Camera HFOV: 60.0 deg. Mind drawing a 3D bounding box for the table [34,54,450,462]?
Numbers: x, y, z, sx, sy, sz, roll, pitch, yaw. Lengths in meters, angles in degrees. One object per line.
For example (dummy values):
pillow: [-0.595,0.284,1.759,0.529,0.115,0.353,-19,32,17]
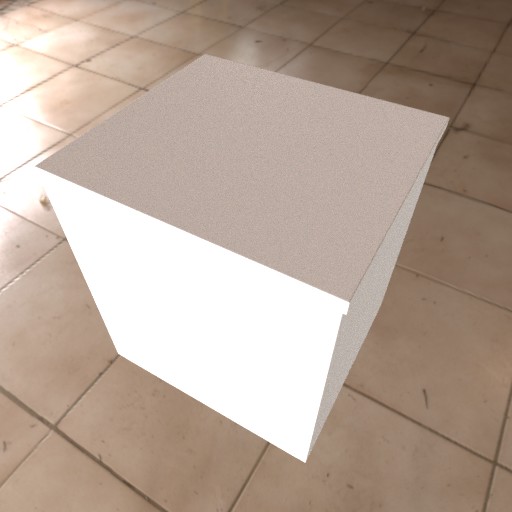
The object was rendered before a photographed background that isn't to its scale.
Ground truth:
table: [0.000,0.000,0.761,0.420,0.460,0.380,23,52,20]
